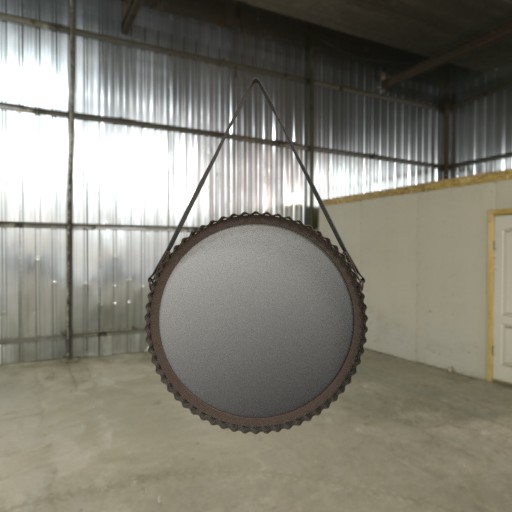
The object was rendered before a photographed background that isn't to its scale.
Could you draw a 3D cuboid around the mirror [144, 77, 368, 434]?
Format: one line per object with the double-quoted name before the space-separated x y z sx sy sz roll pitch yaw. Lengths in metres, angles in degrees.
"mirror" 0.000 0.000 0.720 0.355 0.568 0.042 0 1 1
